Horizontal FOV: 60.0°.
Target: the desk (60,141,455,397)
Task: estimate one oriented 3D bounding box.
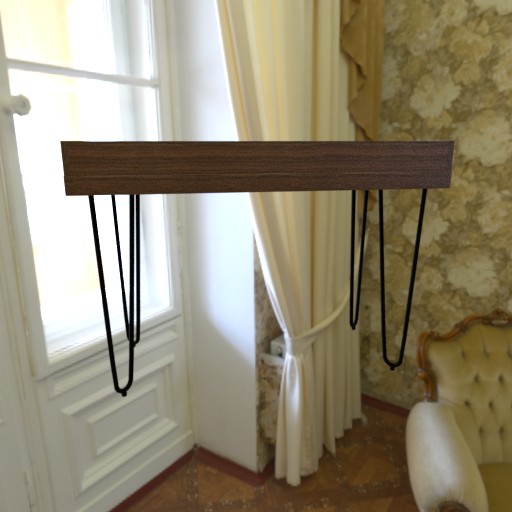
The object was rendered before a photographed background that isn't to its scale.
[{"bbox_3d":[0.000,0.000,1.696,1.200,0.854,0.565,-3,15,-10],"label":"desk"}]
